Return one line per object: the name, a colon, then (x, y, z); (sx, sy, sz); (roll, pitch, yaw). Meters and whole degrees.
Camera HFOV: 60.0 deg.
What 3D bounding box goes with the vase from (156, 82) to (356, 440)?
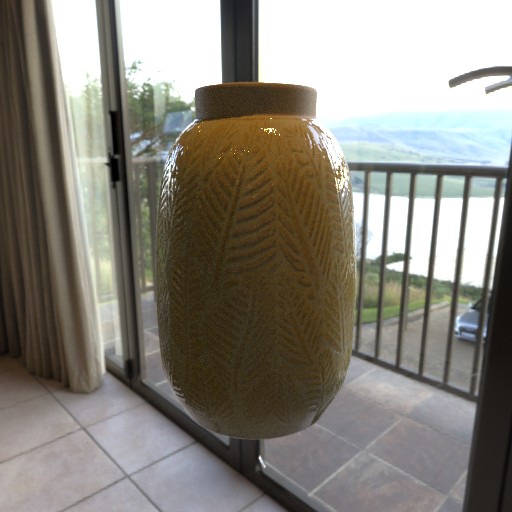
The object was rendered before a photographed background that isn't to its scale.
vase: (0.000, 0.000, 0.383); (0.172, 0.270, 0.172); (0, 14, 0)
